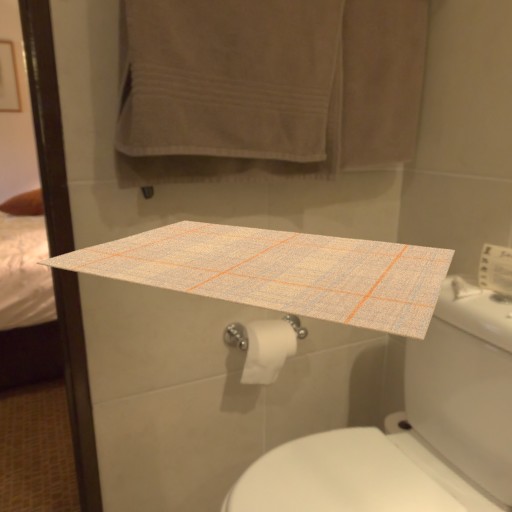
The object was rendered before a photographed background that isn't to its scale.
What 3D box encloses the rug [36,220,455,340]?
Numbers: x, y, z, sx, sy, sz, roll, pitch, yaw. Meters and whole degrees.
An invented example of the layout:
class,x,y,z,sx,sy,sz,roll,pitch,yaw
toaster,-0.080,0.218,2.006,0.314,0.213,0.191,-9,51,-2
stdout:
class,x,y,z,sx,sy,sz,roll,pitch,yaw
rug,0.000,0.000,2.318,1.825,0.015,1.232,8,17,27
